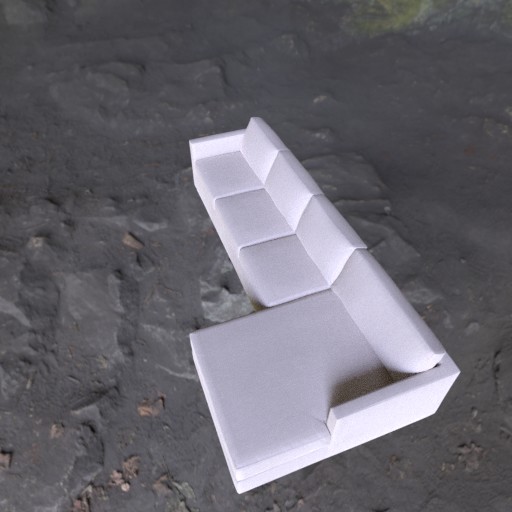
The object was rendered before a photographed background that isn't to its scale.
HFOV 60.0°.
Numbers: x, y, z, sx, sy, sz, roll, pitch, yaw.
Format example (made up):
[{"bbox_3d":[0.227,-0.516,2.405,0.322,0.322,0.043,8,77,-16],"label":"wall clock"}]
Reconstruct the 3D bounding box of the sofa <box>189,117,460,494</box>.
[{"bbox_3d":[0.000,0.000,4.024,1.599,0.954,3.471,-15,47,-15],"label":"sofa"}]
